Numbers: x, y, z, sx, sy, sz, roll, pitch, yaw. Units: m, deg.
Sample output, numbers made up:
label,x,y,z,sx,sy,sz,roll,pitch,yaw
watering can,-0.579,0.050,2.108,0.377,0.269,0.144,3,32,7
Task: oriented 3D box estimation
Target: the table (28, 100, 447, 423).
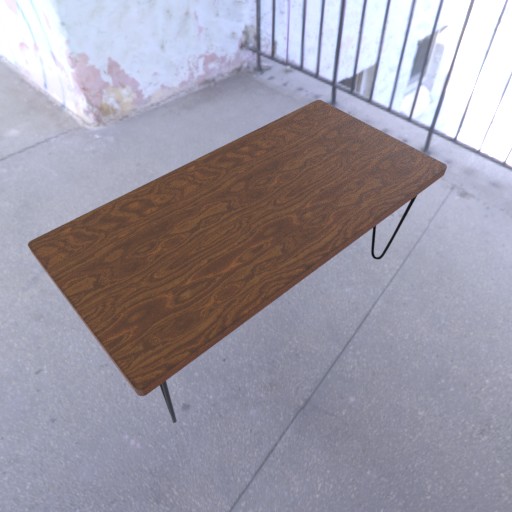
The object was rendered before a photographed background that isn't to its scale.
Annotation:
label,x,y,z,sx,sy,sz,roll,pitch,yaw
table,0.000,0.000,2.310,1.791,0.753,0.883,-33,56,-26
